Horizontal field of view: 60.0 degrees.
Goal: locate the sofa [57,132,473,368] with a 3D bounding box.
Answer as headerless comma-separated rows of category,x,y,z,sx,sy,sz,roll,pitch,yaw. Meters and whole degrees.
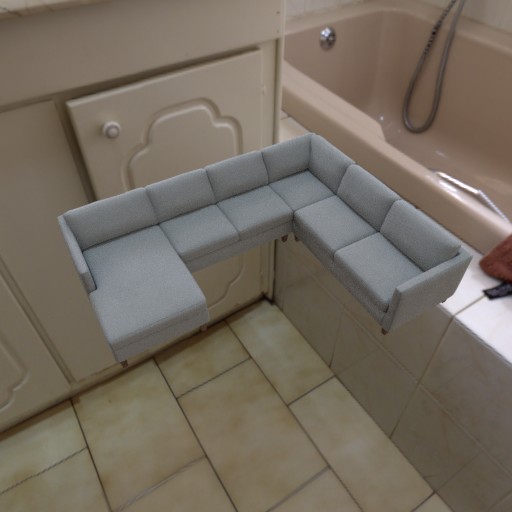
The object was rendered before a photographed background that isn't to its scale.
sofa,0.000,0.000,4.468,3.238,0.853,2.551,-23,50,-21
